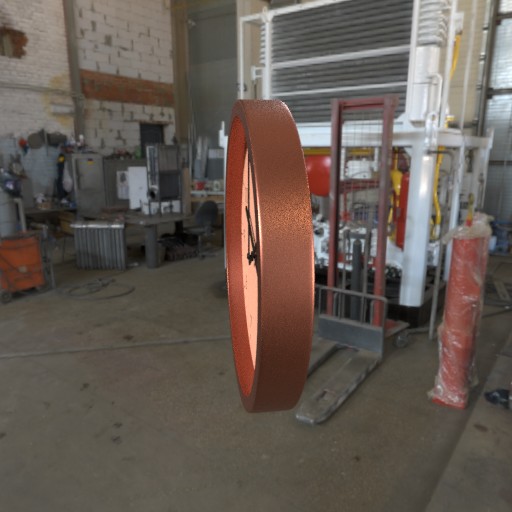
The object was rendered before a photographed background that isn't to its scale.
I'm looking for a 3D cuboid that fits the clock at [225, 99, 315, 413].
[{"bbox_3d":[0.000,0.000,0.471,0.040,0.313,0.313,-2,14,-8],"label":"clock"}]
